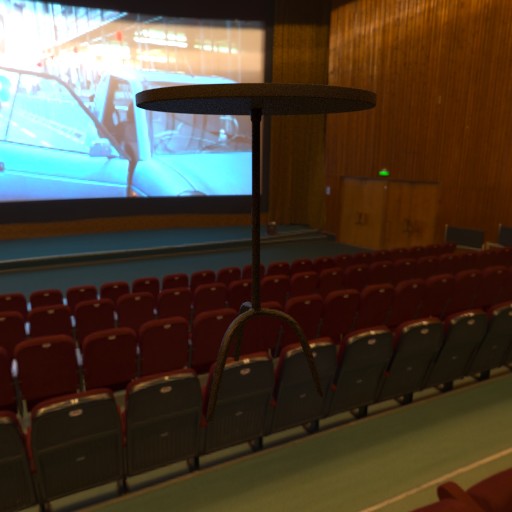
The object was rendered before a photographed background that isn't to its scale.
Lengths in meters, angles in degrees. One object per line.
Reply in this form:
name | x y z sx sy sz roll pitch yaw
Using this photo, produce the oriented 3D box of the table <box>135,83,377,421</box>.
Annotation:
table | 0.000 0.000 1.039 0.502 0.700 0.502 -7 16 -25
